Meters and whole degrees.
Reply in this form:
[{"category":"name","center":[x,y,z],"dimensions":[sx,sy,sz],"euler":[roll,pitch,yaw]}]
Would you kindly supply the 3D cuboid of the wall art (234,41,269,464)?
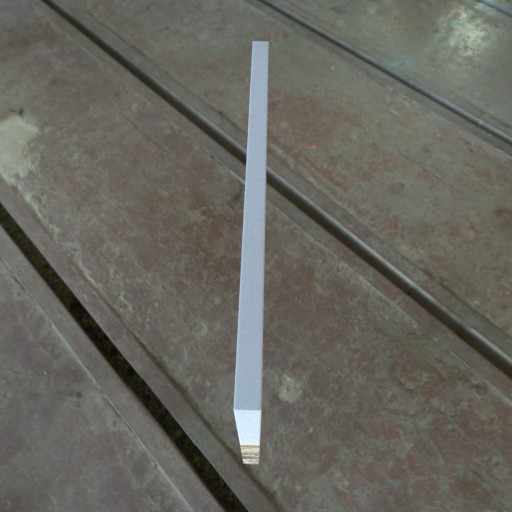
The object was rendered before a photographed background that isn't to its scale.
[{"category":"wall art","center":[0.000,0.000,1.435],"dimensions":[0.051,0.761,1.138],"euler":[1,58,1]}]
